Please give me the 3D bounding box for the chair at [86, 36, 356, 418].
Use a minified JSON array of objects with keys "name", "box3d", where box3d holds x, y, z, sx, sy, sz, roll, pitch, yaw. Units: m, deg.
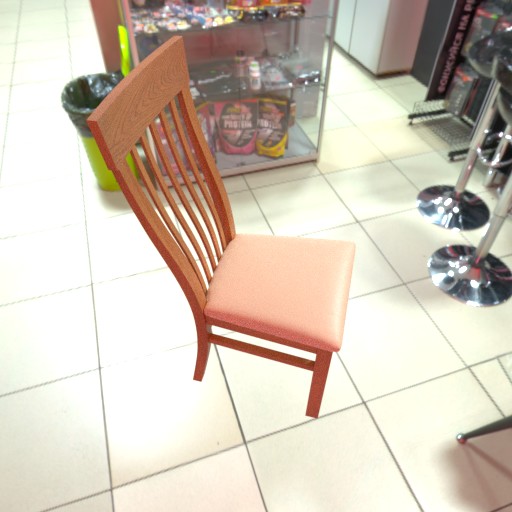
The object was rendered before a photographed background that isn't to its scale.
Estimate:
[{"name":"chair","box3d":[0.000,0.000,1.324,0.580,1.050,0.450,10,47,10]}]
